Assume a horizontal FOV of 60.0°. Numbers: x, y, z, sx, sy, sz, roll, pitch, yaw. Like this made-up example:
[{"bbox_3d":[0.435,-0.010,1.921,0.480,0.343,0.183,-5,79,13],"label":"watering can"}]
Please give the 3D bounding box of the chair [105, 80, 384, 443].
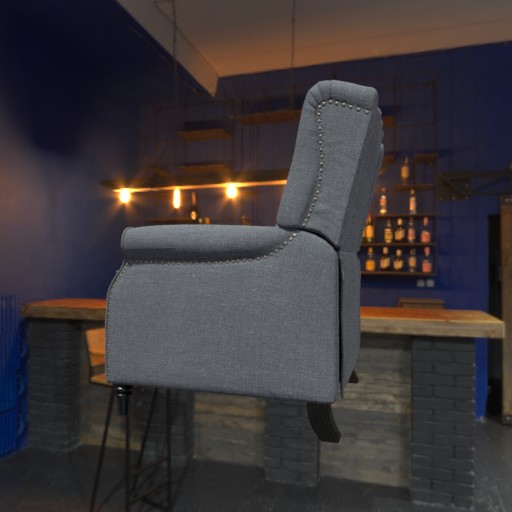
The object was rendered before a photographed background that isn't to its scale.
[{"bbox_3d":[0.000,0.000,1.624,0.898,1.035,0.742,0,-1,18],"label":"chair"}]
